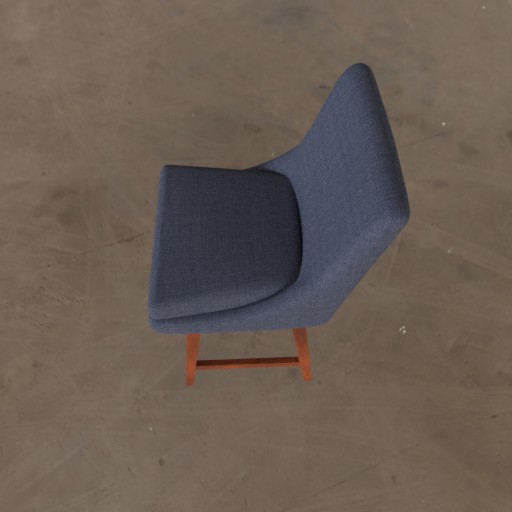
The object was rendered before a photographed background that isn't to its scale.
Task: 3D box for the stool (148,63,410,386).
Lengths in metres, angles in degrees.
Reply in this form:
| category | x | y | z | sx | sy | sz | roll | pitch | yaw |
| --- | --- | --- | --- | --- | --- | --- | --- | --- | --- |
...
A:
| category | x | y | z | sx | sy | sz | roll | pitch | yaw |
| --- | --- | --- | --- | --- | --- | --- | --- | --- | --- |
| stool | 0.000 | 0.000 | 1.205 | 0.524 | 0.895 | 0.467 | -2 | 59 | -1 |
